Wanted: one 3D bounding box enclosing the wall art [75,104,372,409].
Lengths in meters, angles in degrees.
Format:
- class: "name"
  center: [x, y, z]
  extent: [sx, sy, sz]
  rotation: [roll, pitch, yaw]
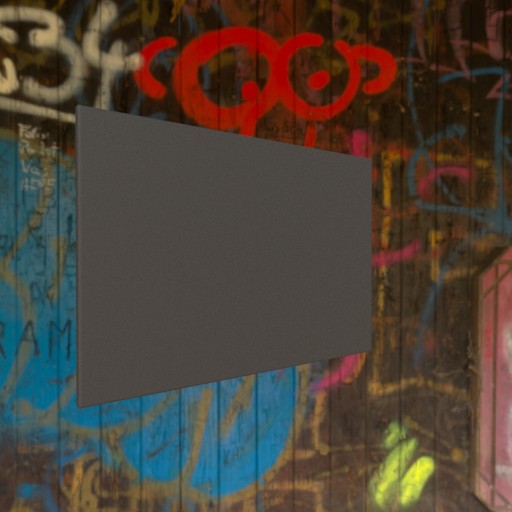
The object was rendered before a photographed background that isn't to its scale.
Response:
- class: "wall art"
  center: [0.000, 0.000, 1.244]
  extent: [0.958, 0.656, 0.026]
  rotation: [0, 1, -35]
